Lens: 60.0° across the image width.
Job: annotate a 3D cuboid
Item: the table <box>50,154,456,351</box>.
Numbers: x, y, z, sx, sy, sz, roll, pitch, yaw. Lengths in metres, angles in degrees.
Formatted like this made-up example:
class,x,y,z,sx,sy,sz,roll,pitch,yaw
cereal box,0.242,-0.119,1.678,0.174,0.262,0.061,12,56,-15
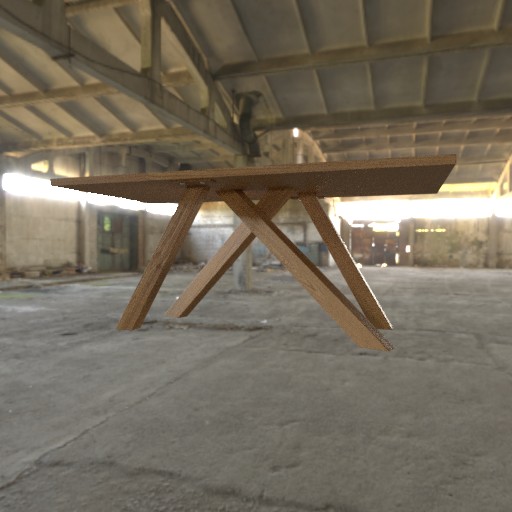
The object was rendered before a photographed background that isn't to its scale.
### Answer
class,x,y,z,sx,sy,sz,roll,pitch,yaw
table,0.000,0.000,2.291,1.797,0.750,0.901,0,1,18
